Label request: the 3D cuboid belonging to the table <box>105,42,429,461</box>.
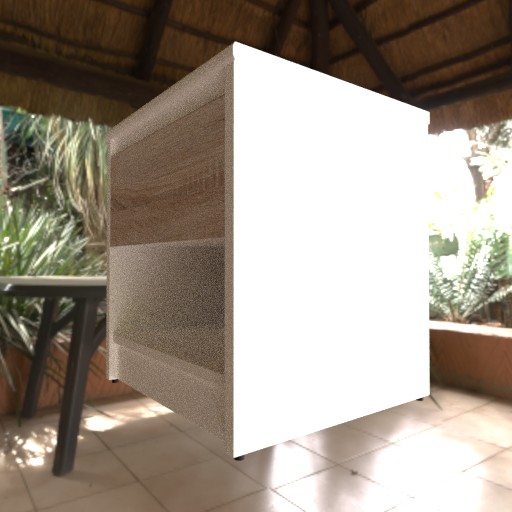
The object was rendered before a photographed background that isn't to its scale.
[{"bbox_3d":[0.000,0.000,0.760,0.380,0.460,0.420,1,-1,-37],"label":"table"}]
